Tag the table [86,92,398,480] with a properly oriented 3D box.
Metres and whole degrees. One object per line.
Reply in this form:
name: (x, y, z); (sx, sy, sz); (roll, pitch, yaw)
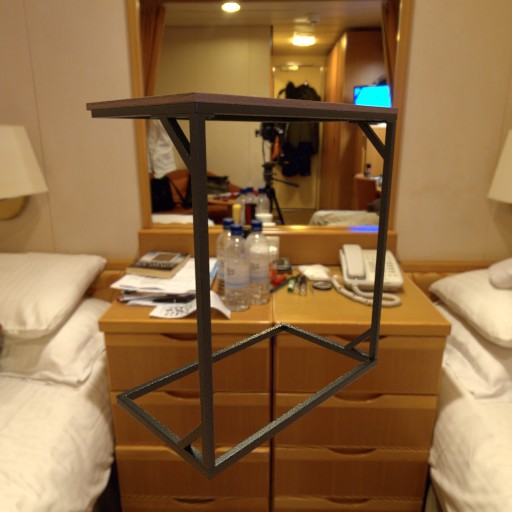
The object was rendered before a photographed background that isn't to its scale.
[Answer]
table: (0.000, 0.000, 1.046); (0.351, 0.673, 0.597); (15, 21, 43)
